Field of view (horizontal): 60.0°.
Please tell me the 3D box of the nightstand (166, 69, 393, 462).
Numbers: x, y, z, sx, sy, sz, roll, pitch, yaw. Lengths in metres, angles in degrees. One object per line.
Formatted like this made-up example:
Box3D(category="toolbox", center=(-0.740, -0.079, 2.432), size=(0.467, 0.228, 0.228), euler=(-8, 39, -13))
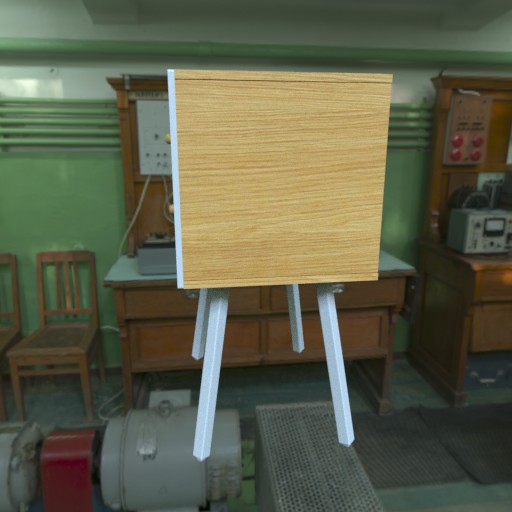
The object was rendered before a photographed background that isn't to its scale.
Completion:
Box3D(category="nightstand", center=(0.000, 0.000, 0.846), size=(0.316, 0.601, 0.400), euler=(-2, 15, -8))
